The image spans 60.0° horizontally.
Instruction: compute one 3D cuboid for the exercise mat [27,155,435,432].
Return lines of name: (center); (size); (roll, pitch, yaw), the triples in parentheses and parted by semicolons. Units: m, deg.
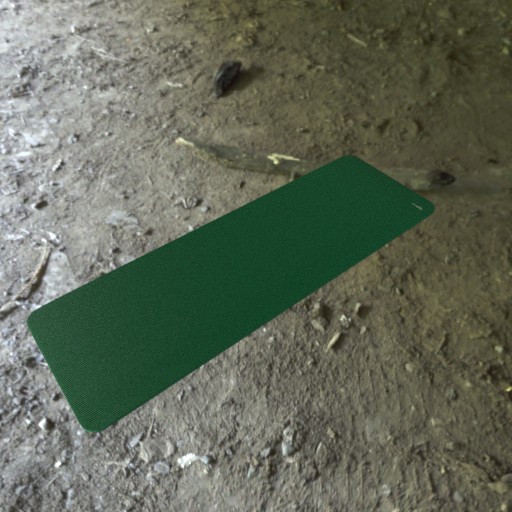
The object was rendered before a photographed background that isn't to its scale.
exercise mat: (0.000, 0.000, 1.989); (1.869, 0.021, 0.616); (-30, 53, -25)
